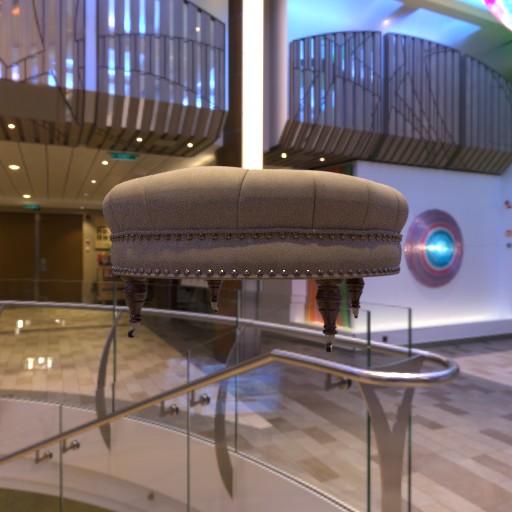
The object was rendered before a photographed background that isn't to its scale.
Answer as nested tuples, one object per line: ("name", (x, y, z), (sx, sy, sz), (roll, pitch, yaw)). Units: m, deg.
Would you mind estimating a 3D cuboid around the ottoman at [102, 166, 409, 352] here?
("ottoman", (0.000, 0.000, 1.369), (0.901, 0.439, 0.901), (0, 0, 0))
